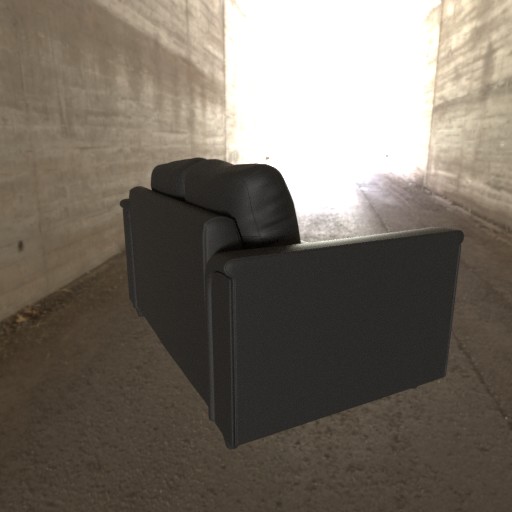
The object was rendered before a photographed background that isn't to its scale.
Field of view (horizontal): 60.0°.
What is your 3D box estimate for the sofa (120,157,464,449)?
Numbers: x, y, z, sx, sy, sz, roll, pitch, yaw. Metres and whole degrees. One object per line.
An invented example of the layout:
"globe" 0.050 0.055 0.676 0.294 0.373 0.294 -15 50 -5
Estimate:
"sofa" 0.000 0.000 1.942 0.887 0.845 1.386 -7 16 -26
